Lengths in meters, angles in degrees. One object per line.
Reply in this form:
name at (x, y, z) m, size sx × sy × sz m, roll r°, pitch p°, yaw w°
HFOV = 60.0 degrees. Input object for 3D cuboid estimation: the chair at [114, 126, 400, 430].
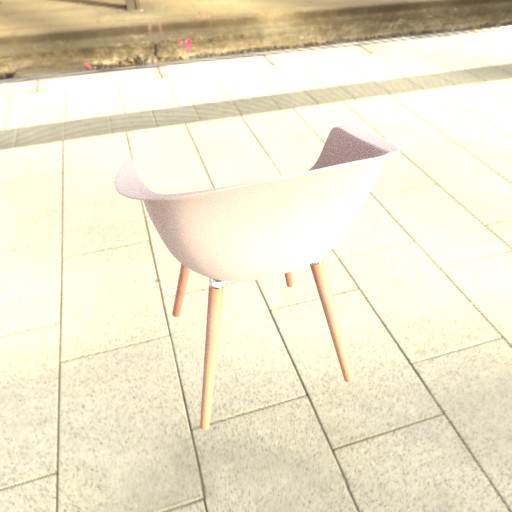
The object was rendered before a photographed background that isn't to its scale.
chair at (0.000, 0.000, 1.136) m, size 0.593 × 0.781 × 0.504 m, roll -13°, pitch 44°, yaw -15°
